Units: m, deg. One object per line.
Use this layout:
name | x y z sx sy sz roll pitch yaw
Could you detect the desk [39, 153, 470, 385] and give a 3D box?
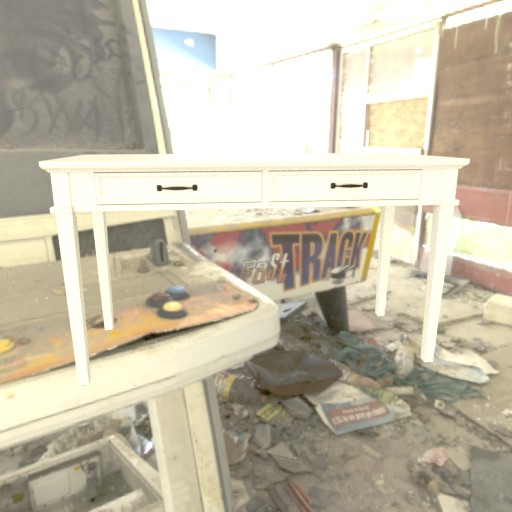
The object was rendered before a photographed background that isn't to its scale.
desk | 0.000 0.000 1.765 1.372 0.774 0.559 -2 15 -7
